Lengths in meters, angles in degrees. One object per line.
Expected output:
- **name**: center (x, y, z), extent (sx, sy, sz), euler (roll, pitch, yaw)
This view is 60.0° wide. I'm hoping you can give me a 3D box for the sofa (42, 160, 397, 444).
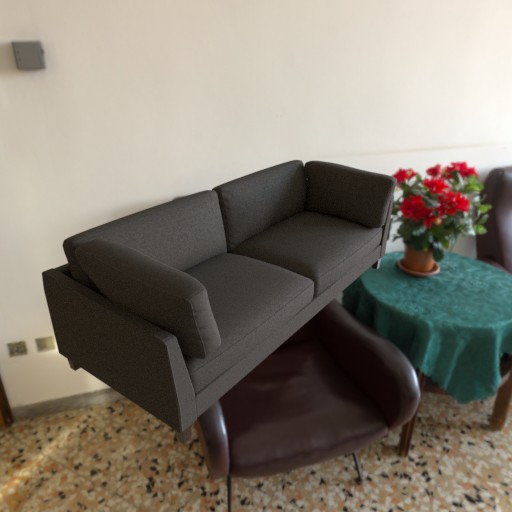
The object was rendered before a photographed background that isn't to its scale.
- **sofa**: center (0.000, 0.000, 2.811), extent (0.969, 0.792, 2.312), euler (18, 30, 33)
